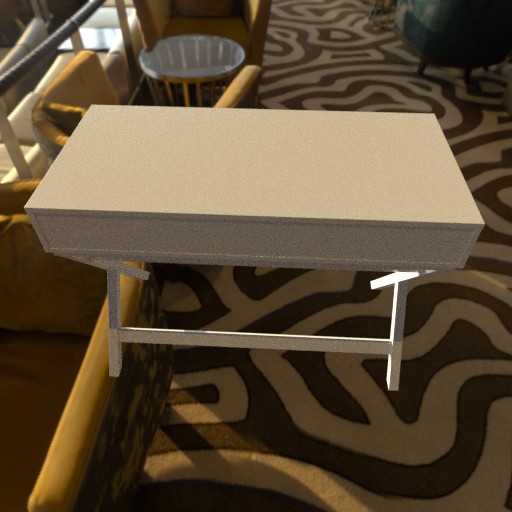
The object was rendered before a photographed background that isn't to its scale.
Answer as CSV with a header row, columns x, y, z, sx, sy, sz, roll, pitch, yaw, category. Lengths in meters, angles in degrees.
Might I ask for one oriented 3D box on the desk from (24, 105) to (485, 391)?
x,y,z,sx,sy,sz,roll,pitch,yaw,category
0.000,0.000,1.469,1.059,0.780,0.509,2,46,2,desk
